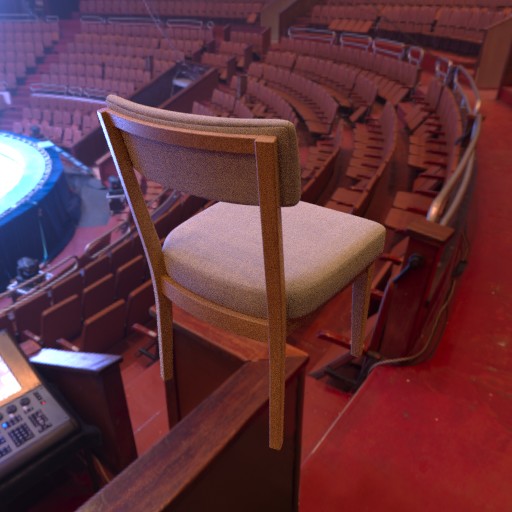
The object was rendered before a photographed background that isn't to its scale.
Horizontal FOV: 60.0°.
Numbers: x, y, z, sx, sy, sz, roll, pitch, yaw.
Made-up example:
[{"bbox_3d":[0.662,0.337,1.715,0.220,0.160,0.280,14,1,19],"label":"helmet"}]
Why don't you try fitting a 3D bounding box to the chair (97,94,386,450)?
[{"bbox_3d":[0.000,0.000,1.186,0.508,0.832,0.572,20,34,32],"label":"chair"}]
